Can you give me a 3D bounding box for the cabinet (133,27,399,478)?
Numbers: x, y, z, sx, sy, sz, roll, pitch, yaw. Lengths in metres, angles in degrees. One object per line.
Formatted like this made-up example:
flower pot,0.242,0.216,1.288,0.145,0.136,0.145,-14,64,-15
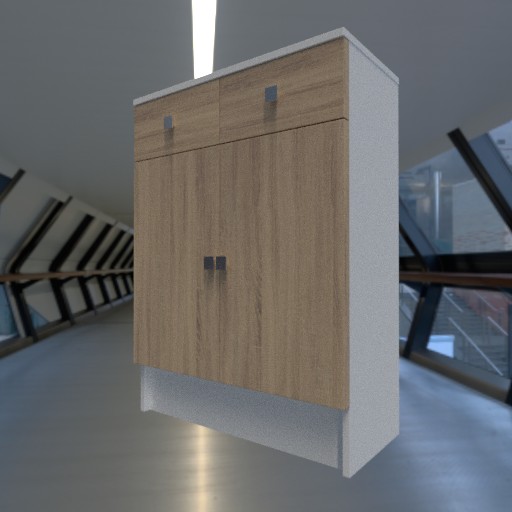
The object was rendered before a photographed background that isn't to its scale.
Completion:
cabinet,0.000,0.000,1.079,0.600,0.815,0.296,0,-1,37
